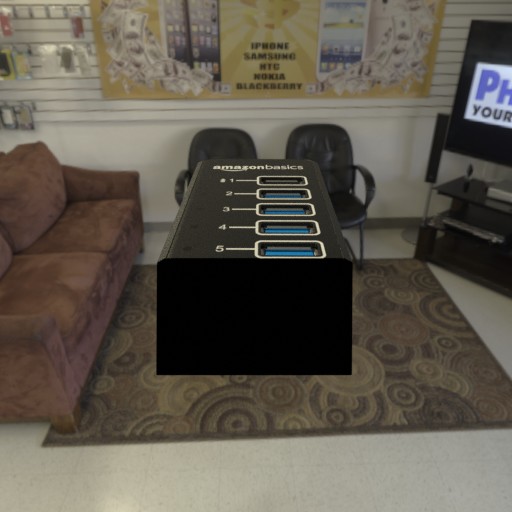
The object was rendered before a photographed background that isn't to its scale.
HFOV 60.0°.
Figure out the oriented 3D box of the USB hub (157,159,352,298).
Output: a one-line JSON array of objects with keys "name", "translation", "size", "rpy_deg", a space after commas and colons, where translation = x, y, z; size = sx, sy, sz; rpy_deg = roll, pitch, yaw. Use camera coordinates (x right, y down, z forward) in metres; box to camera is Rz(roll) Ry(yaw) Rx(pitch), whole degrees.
[{"name": "USB hub", "translation": [0.000, 0.000, 0.124], "size": [0.044, 0.023, 0.110], "rpy_deg": [0, 29, 1]}]
